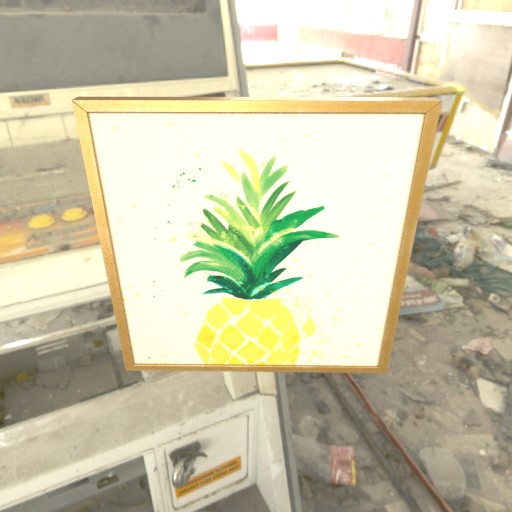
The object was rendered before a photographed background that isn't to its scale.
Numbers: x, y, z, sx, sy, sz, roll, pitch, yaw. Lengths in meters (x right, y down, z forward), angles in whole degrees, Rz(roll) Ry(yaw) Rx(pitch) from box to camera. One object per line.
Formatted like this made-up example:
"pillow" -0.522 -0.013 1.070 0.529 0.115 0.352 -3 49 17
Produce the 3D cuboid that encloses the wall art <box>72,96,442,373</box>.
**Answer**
"wall art" 0.000 0.000 1.117 0.762 0.760 0.037 0 30 1
